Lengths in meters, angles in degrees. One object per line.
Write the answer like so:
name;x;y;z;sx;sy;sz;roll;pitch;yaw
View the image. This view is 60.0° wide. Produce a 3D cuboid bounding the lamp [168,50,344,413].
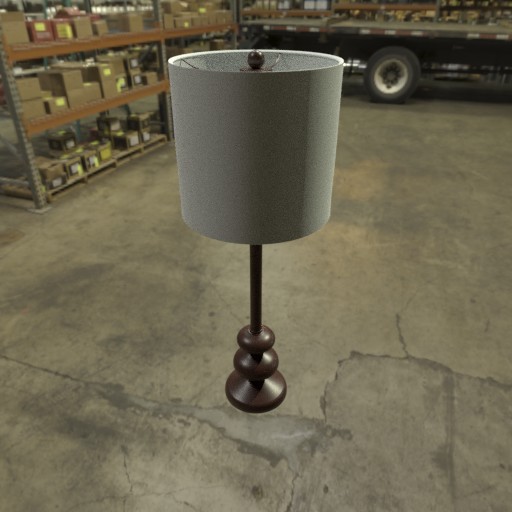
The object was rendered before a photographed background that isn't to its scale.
lamp;0.000;0.000;0.814;0.254;0.690;0.254;10;32;17
